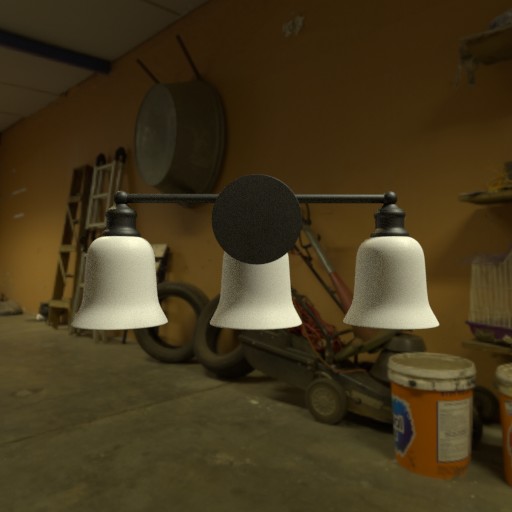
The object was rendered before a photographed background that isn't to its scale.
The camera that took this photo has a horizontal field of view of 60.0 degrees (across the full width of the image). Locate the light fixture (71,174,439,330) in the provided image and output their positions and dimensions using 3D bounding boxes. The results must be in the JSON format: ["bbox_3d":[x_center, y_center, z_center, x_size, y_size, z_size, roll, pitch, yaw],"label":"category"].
[{"bbox_3d":[0.000,0.000,0.675,0.570,0.211,0.198,0,-1,-1],"label":"light fixture"}]
